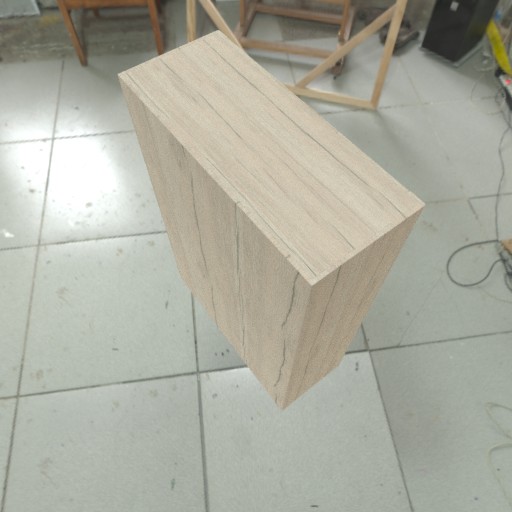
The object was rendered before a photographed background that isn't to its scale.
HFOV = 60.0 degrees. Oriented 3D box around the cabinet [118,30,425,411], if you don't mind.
[{"bbox_3d":[0.000,0.000,2.784,0.580,2.070,1.400,-33,65,-18],"label":"cabinet"}]
